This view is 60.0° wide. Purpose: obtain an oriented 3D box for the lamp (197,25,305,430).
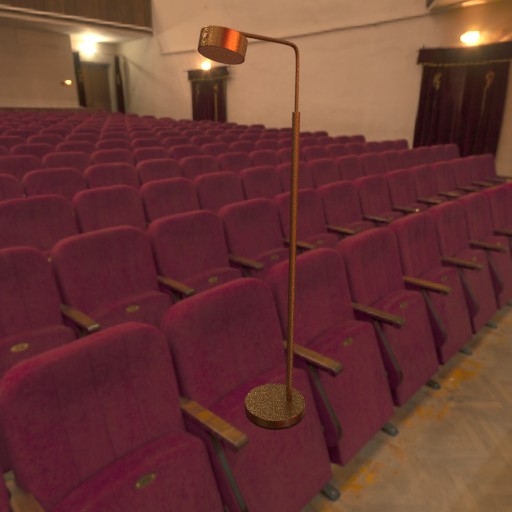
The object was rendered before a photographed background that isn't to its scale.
[{"bbox_3d":[0.000,0.000,1.371,0.219,1.230,0.418,16,24,41],"label":"lamp"}]
